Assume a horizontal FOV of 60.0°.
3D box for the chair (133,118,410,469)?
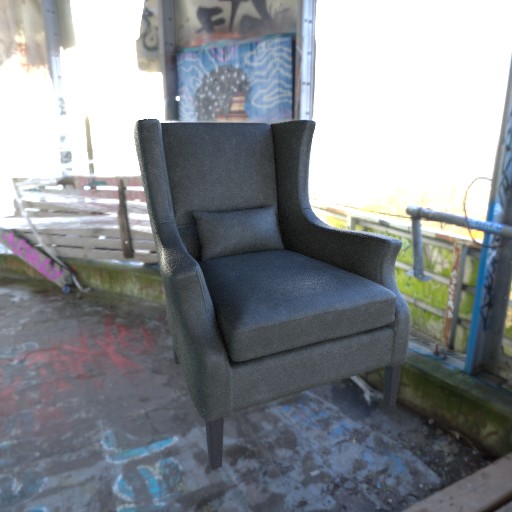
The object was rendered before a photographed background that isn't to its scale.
[{"bbox_3d":[0.000,0.000,1.708,0.853,1.016,0.926,-8,18,-25],"label":"chair"}]
